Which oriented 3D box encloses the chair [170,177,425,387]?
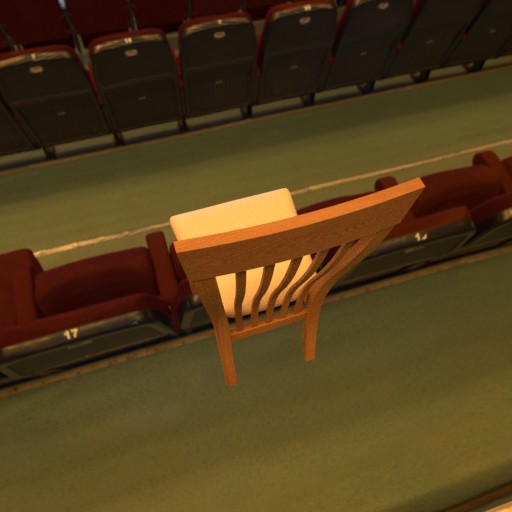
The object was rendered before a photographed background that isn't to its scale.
[{"bbox_3d":[0.000,0.000,1.328,0.450,1.050,0.580,-15,58,-10],"label":"chair"}]
